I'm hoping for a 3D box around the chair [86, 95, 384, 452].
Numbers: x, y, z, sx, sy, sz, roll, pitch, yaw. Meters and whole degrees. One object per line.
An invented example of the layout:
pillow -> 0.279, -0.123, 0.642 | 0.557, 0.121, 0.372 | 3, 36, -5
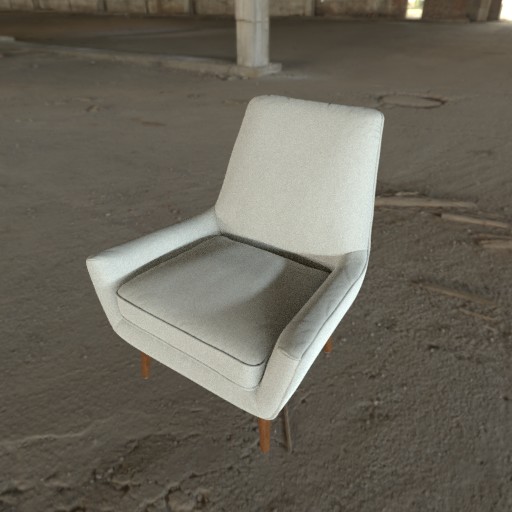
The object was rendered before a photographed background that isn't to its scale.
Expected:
chair -> 0.000, 0.000, 1.490 | 0.787, 0.888, 0.822 | 20, 36, 30
